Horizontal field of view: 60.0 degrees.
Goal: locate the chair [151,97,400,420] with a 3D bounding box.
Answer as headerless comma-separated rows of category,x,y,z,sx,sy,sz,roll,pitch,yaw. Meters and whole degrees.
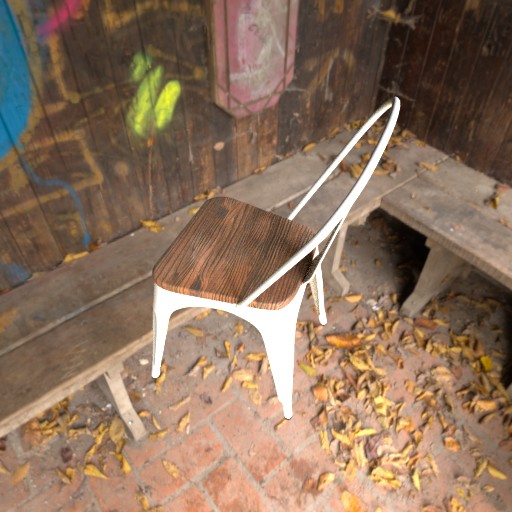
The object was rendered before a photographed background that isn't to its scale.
chair,0.000,0.000,1.144,0.521,0.851,0.452,16,48,16
